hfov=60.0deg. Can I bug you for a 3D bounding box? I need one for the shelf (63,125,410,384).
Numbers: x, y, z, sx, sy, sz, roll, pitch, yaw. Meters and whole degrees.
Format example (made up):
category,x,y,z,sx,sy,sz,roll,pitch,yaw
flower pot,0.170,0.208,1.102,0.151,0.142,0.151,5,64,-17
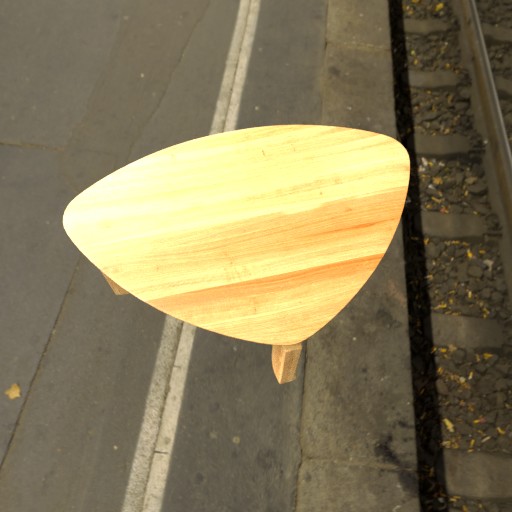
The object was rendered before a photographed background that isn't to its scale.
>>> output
category,x,y,z,sx,sy,sz,roll,pitch,yaw
shelf,0.000,0.000,1.663,1.240,0.439,0.863,-13,61,-7
